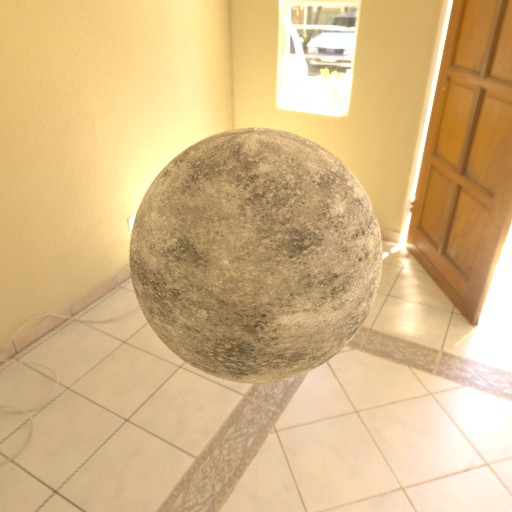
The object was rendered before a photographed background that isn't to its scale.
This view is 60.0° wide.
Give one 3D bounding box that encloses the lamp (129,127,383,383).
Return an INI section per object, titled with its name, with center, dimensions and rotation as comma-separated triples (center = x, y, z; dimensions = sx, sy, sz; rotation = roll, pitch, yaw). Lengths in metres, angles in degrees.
[lamp]
center = 0.000, 0.000, 0.768
dimensions = 0.422, 0.429, 0.422
rotation = 0, 31, 0
